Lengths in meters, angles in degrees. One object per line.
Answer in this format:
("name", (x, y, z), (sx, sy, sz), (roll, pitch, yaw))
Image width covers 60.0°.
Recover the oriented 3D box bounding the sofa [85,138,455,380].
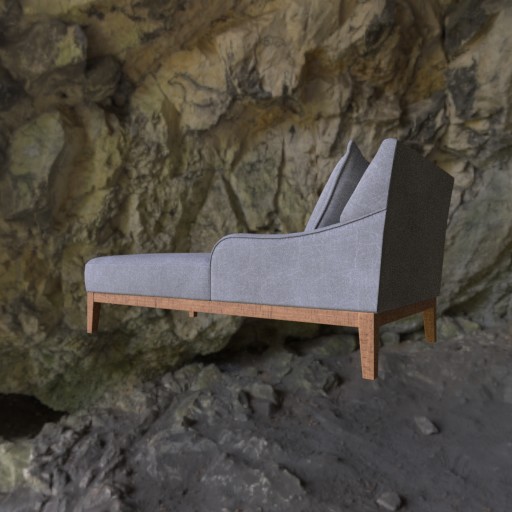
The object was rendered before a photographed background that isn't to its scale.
("sofa", (0.000, 0.000, 2.339), (1.779, 0.859, 0.894), (0, 0, 36))
